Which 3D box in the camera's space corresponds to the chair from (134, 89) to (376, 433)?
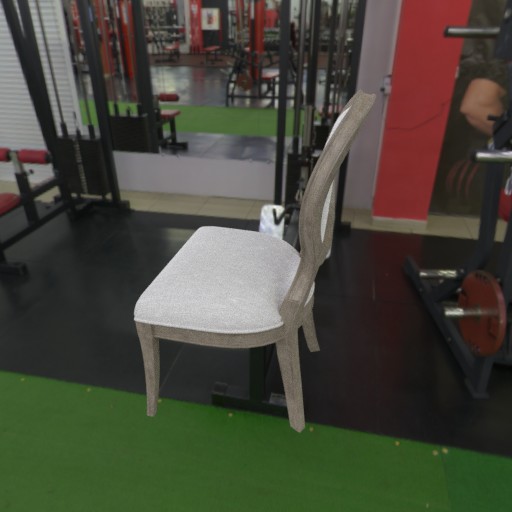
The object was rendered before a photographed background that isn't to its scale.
[{"bbox_3d":[0.000,0.000,1.372,0.602,0.990,0.558,7,30,12],"label":"chair"}]
